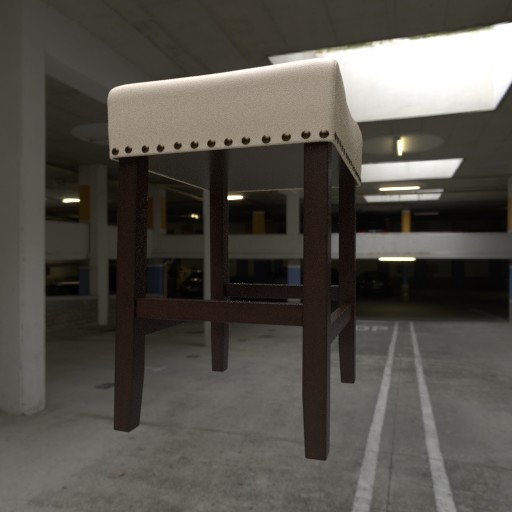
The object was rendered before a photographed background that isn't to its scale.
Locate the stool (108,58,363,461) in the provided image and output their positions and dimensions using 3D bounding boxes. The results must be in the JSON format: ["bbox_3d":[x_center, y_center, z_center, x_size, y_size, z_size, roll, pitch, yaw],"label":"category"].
[{"bbox_3d":[0.000,0.000,0.928,0.401,0.609,0.471,0,0,18],"label":"stool"}]
